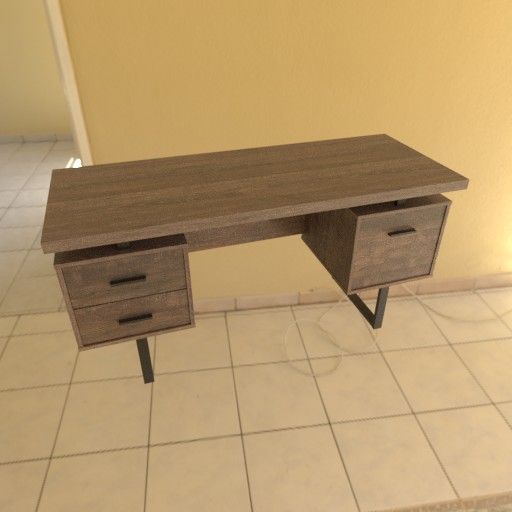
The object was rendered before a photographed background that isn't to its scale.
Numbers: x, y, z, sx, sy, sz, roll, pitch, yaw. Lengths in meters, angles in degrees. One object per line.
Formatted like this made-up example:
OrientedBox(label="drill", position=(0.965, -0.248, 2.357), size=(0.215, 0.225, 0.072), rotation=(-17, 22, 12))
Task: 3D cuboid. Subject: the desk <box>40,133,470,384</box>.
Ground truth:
OrientedBox(label="desk", position=(0.000, 0.000, 1.943), size=(1.524, 0.760, 0.600), rotation=(-10, 34, -15))
